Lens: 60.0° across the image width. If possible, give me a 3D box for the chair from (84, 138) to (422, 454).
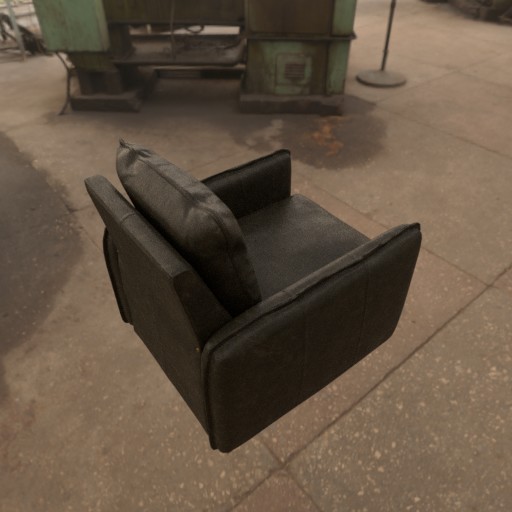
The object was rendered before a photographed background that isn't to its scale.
[{"bbox_3d":[0.000,0.000,1.631,0.921,0.921,0.830,-26,46,-27],"label":"chair"}]
